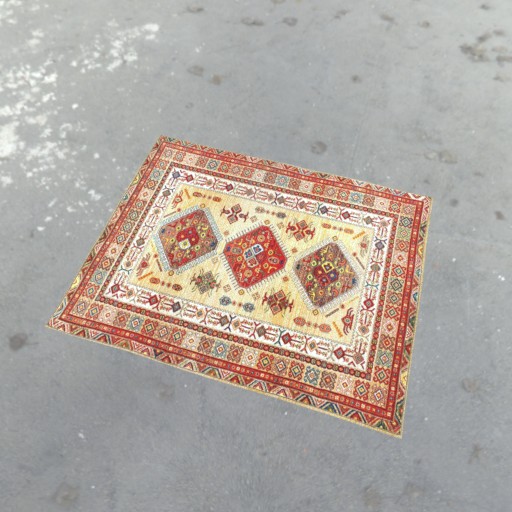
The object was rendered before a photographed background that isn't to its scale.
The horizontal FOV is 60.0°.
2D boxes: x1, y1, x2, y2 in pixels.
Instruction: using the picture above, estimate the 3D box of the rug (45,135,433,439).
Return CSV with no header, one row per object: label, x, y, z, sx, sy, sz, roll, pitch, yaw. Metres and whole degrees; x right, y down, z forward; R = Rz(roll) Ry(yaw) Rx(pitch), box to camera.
rug,0.000,0.000,4.197,3.067,0.005,2.460,15,59,9
